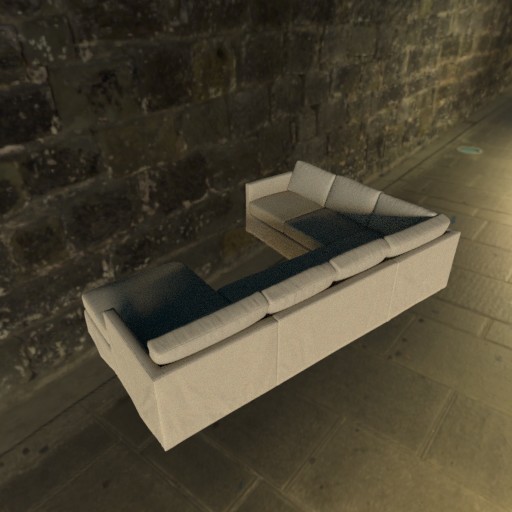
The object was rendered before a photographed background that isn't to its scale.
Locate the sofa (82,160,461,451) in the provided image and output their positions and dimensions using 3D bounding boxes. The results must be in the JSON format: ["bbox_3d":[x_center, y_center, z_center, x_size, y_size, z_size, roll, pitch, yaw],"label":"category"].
[{"bbox_3d":[0.000,0.000,4.616,3.460,0.882,2.427,-21,37,-31],"label":"sofa"}]
